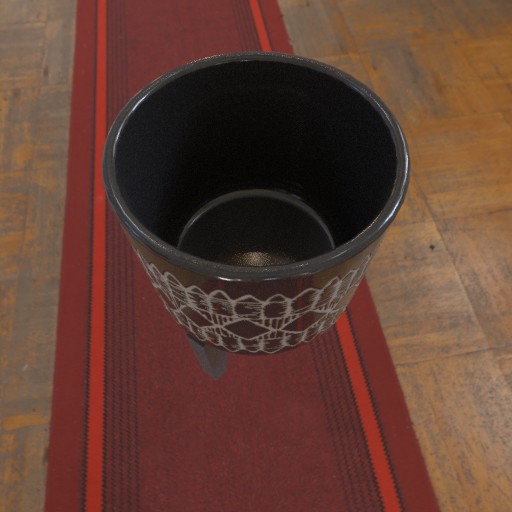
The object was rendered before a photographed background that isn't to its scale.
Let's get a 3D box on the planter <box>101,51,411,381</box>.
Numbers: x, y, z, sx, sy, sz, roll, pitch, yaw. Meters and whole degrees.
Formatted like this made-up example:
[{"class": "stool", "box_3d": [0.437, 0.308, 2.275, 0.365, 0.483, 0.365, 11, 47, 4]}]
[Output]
[{"class": "planter", "box_3d": [0.000, 0.000, 0.513, 0.251, 0.355, 0.251, 31, 64, 17]}]
